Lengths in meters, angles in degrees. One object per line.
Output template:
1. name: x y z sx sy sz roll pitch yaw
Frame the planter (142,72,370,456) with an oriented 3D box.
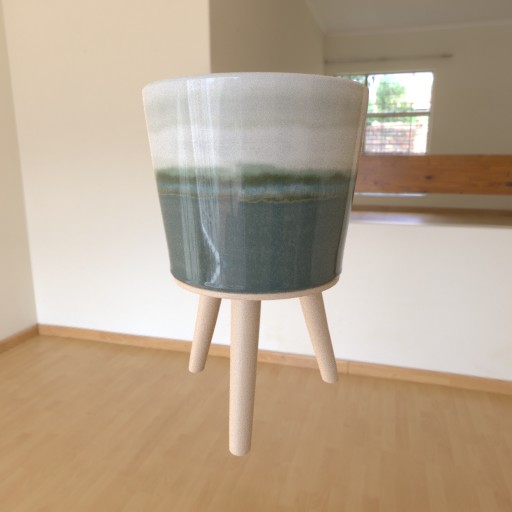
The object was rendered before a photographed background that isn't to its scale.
1. planter: 0.000 0.000 0.471 0.217 0.331 0.217 -2 13 -8
